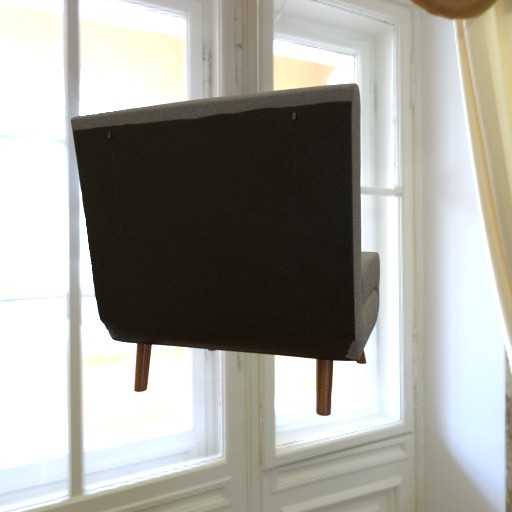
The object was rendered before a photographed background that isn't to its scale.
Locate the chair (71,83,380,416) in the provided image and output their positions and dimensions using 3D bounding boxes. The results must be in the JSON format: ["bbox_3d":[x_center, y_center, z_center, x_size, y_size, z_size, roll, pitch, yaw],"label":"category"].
[{"bbox_3d":[0.000,0.000,1.488,0.770,0.808,0.902,0,1,20],"label":"chair"}]
